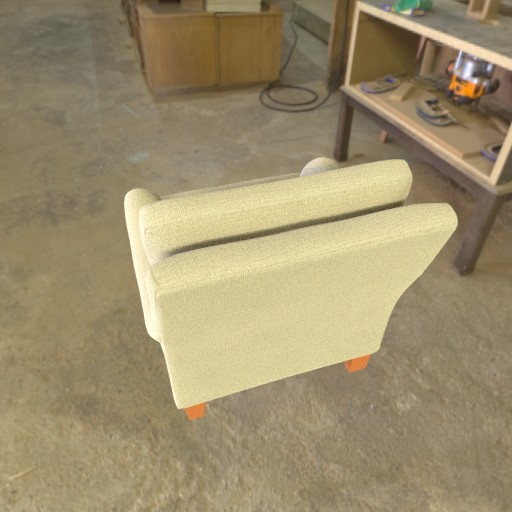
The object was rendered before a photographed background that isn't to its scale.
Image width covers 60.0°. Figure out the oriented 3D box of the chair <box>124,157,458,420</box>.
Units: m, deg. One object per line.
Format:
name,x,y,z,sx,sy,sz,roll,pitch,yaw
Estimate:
chair,0.000,0.000,1.821,0.955,1.038,1.070,-12,43,-14
